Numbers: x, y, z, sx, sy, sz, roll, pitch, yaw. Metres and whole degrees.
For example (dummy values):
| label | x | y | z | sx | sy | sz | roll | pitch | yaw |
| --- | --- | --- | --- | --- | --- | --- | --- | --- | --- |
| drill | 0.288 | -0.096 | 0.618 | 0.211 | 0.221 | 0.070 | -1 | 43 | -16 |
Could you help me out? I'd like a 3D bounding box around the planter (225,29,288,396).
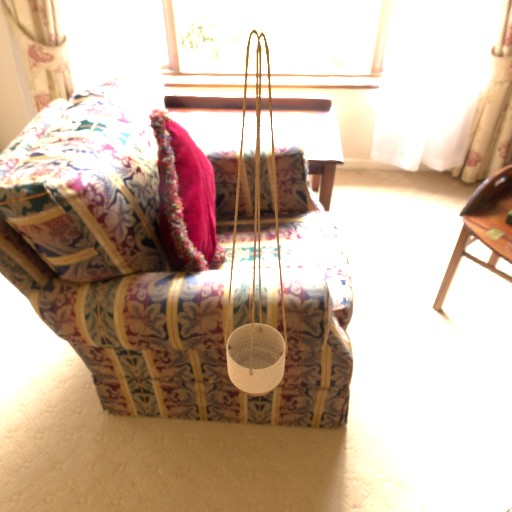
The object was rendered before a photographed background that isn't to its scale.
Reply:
| label | x | y | z | sx | sy | sz | roll | pitch | yaw |
| --- | --- | --- | --- | --- | --- | --- | --- | --- | --- |
| planter | 0.000 | 0.000 | 0.898 | 0.146 | 0.841 | 0.146 | -25 | 47 | -27 |
